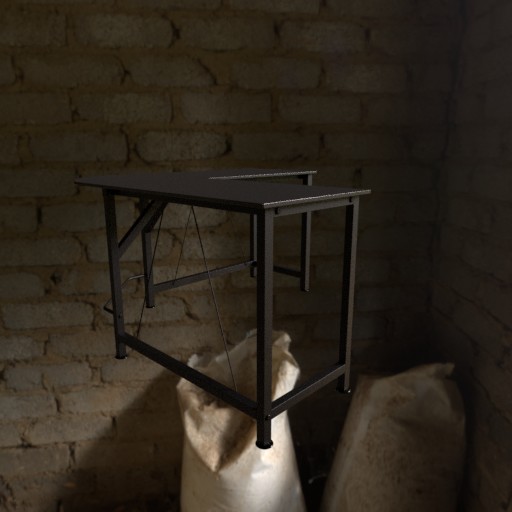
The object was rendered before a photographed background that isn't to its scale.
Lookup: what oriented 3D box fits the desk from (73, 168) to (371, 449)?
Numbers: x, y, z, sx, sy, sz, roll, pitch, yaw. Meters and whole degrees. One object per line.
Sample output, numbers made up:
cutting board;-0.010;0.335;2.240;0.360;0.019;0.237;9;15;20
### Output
desk;0.000;0.000;2.196;1.400;0.762;1.400;13;19;42
